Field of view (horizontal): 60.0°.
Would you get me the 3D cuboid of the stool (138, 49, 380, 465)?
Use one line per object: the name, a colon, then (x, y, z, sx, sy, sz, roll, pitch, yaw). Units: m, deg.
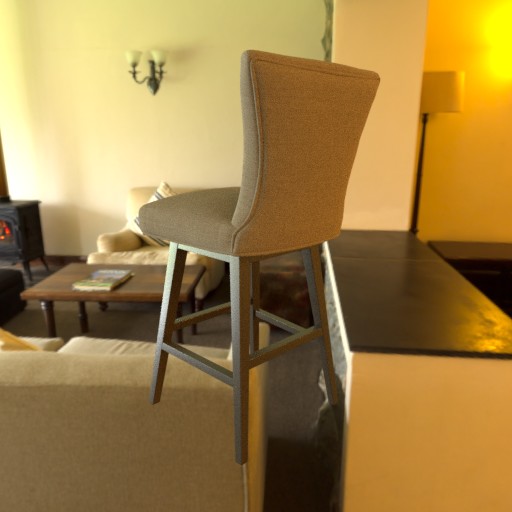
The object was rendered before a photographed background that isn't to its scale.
stool: (0.000, 0.000, 1.399, 0.514, 1.086, 0.574, -14, 20, -41)
